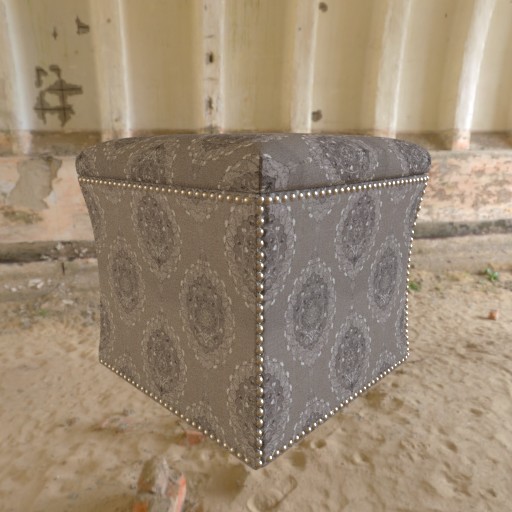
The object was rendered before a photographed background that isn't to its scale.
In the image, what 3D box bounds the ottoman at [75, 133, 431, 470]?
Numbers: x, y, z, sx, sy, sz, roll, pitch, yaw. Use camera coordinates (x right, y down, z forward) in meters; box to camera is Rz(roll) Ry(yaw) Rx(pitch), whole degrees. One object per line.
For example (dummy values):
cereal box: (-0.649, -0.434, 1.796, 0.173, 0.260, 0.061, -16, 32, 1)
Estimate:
ottoman: (0.000, 0.000, 0.886, 0.497, 0.473, 0.507, 13, 20, 42)
